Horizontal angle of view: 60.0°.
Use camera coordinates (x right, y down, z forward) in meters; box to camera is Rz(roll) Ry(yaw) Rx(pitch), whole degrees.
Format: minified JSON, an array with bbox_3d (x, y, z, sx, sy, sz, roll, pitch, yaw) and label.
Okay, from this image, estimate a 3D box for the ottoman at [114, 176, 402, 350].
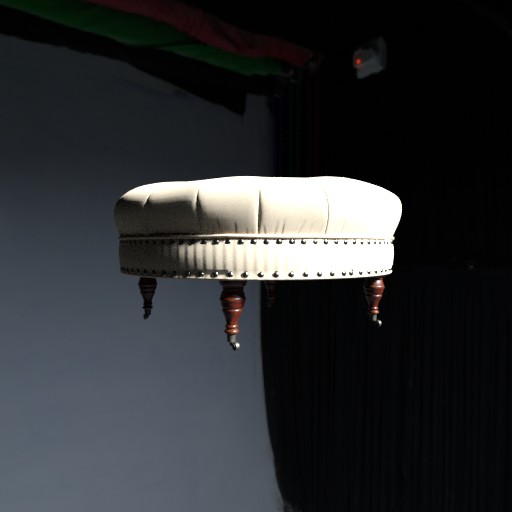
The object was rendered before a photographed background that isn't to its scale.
[{"bbox_3d":[0.000,0.000,1.441,0.901,0.439,0.901,0,1,0],"label":"ottoman"}]
